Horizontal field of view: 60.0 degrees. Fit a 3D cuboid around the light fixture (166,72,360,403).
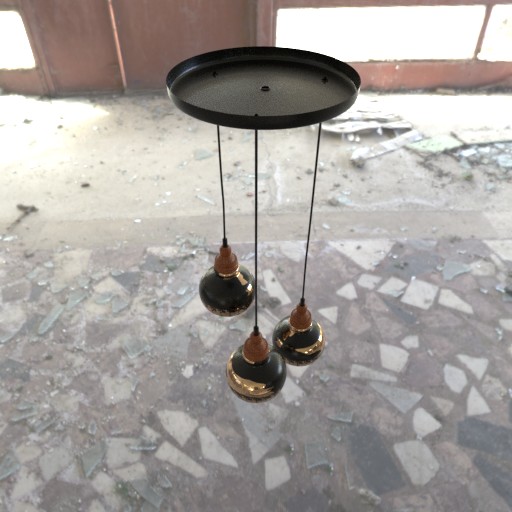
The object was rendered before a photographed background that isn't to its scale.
[{"bbox_3d":[0.000,0.000,1.756,0.605,1.410,0.608,24,47,25],"label":"light fixture"}]
